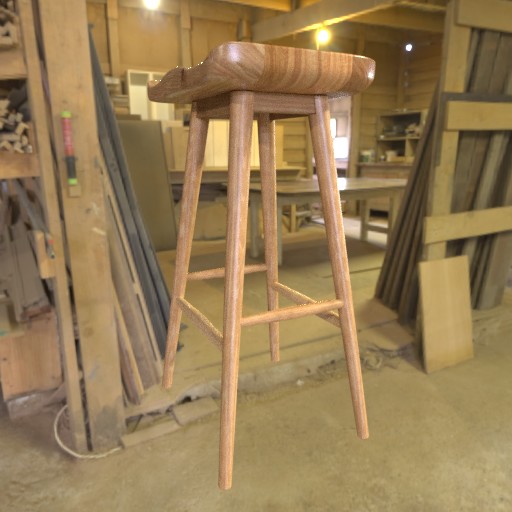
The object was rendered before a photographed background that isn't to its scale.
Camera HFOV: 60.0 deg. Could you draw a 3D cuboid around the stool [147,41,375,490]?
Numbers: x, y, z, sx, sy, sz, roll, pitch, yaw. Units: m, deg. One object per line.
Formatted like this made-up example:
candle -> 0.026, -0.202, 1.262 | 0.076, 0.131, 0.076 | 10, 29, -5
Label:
stool -> 0.000, 0.000, 0.896 | 0.322, 0.698, 0.407 | -7, 15, -26
